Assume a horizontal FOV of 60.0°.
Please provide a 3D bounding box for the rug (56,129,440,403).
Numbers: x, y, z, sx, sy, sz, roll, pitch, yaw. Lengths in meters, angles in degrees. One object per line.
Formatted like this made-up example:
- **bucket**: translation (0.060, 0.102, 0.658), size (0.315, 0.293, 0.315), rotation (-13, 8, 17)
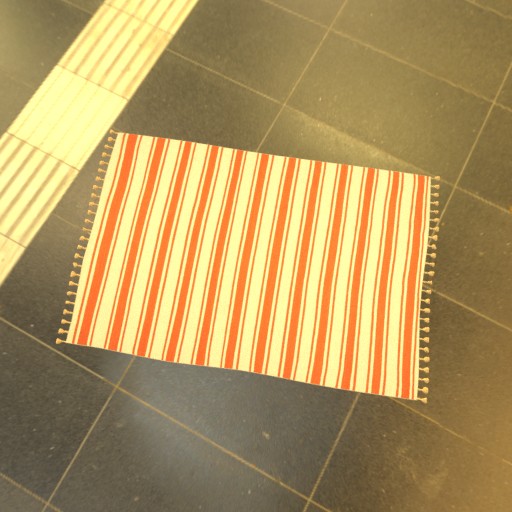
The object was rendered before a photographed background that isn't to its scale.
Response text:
- **rug**: translation (0.000, 0.000, 3.014), size (2.433, 0.022, 1.556), rotation (9, 76, 2)
